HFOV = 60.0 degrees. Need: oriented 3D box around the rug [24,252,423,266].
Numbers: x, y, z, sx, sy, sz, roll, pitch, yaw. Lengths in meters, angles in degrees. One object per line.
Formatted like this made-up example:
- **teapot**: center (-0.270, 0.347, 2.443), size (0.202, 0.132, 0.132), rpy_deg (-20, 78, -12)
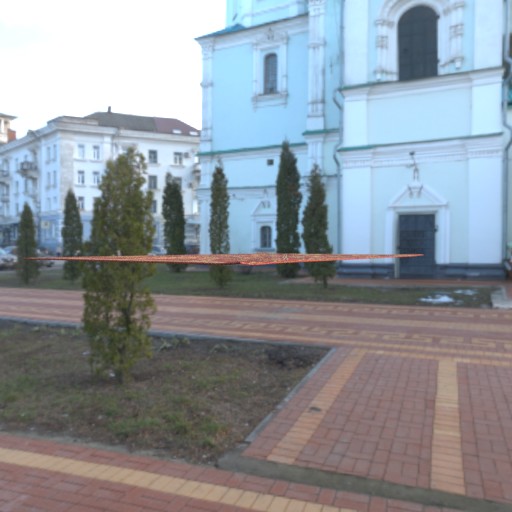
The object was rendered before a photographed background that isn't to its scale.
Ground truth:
- **rug**: center (0.000, 0.000, 2.915), size (1.521, 0.026, 2.286), rpy_deg (1, 1, 36)
